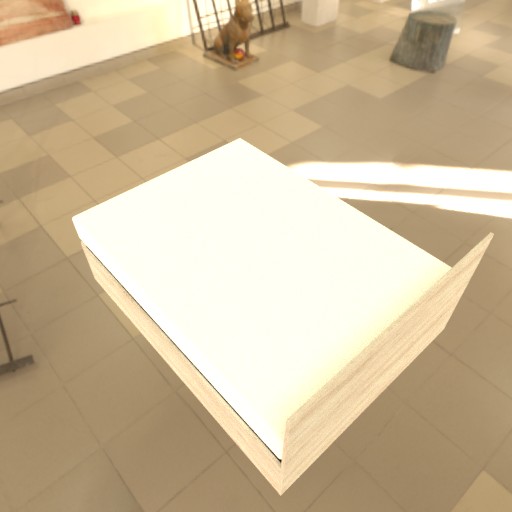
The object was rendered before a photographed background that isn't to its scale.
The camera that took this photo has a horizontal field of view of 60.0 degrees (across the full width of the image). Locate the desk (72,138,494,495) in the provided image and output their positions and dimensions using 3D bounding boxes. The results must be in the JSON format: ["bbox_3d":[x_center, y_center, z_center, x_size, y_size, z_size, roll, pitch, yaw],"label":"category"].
[{"bbox_3d":[0.000,0.000,2.603,1.400,0.800,1.900,-33,54,-28],"label":"desk"}]
